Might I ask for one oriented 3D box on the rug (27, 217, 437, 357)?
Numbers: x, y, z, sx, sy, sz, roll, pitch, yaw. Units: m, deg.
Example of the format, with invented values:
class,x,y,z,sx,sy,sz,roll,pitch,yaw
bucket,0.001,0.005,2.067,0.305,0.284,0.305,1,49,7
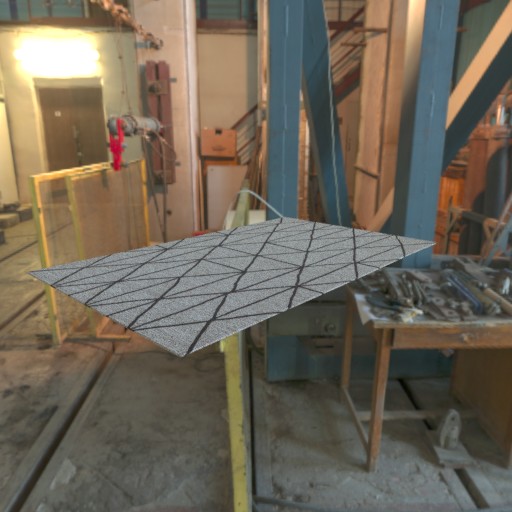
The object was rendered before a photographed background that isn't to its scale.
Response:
class,x,y,z,sx,sy,sz,roll,pitch,yaw
rug,0.000,0.000,3.062,1.526,0.008,2.465,14,21,41
